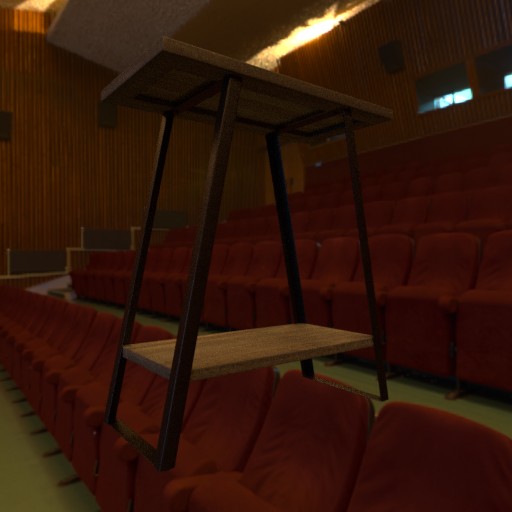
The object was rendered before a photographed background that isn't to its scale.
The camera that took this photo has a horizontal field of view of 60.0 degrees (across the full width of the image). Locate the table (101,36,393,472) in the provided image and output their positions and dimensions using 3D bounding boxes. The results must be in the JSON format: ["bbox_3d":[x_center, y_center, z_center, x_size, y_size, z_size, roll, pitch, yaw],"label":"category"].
[{"bbox_3d":[0.000,0.000,1.004,0.599,0.701,0.300,0,0,-37],"label":"table"}]
